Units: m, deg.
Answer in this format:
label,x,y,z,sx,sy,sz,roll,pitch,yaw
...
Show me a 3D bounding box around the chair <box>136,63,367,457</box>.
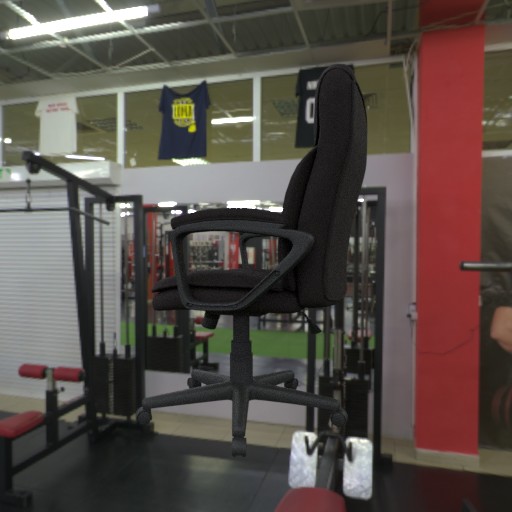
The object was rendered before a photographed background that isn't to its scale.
label,x,y,z,sx,sy,sz,roll,pitch,yaw
chair,0.000,0.000,1.531,0.724,1.105,0.667,0,1,18
